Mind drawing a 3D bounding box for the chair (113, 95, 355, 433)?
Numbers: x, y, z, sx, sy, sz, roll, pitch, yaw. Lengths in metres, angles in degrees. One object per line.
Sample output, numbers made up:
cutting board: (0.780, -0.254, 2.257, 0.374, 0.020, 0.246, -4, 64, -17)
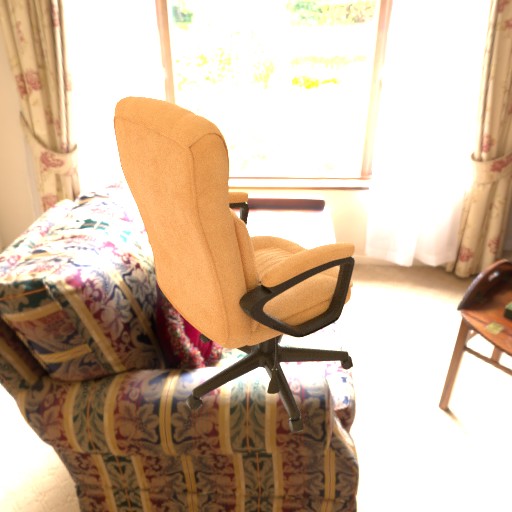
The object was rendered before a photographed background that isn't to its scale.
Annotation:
chair: (0.000, 0.000, 1.557, 0.724, 1.105, 0.667, -19, 34, -32)
